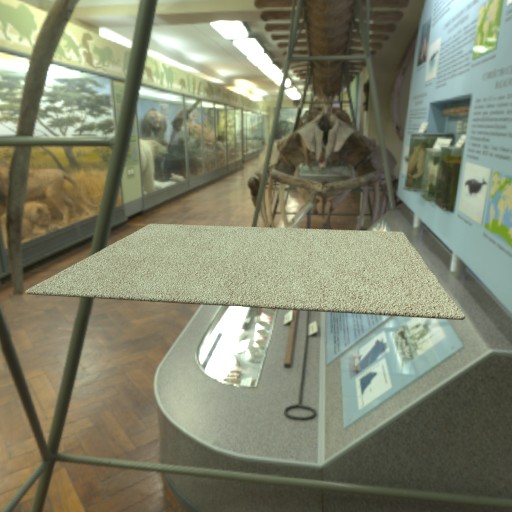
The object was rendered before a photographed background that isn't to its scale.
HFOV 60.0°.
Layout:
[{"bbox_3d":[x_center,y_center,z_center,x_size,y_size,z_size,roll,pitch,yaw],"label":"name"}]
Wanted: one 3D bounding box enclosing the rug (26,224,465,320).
[{"bbox_3d":[0.000,0.000,4.158,3.047,0.029,2.438,2,16,8],"label":"rug"}]
